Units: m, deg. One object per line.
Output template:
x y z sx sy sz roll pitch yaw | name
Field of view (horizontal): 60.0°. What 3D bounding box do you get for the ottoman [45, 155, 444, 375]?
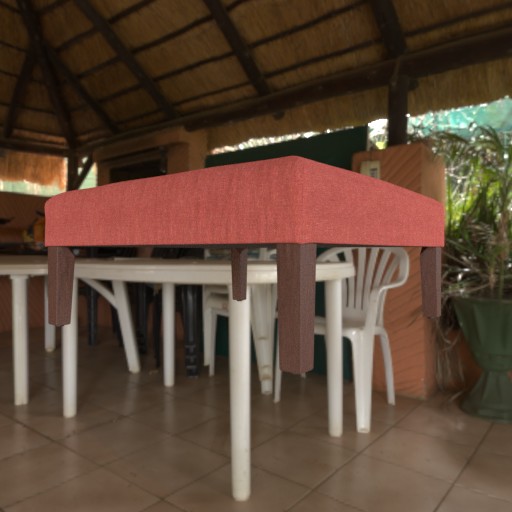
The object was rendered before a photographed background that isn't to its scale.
0.000 0.000 1.377 0.889 0.411 0.890 1 1 38 | ottoman
